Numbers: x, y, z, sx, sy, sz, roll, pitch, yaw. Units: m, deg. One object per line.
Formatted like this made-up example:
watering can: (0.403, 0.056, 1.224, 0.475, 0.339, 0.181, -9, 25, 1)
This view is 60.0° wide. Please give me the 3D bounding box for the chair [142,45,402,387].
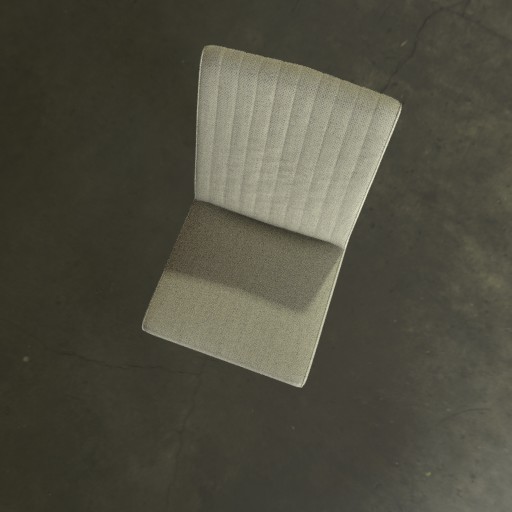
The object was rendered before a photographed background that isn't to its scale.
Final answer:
chair: (0.000, 0.000, 1.243, 0.480, 0.900, 0.594, 19, 76, 5)
